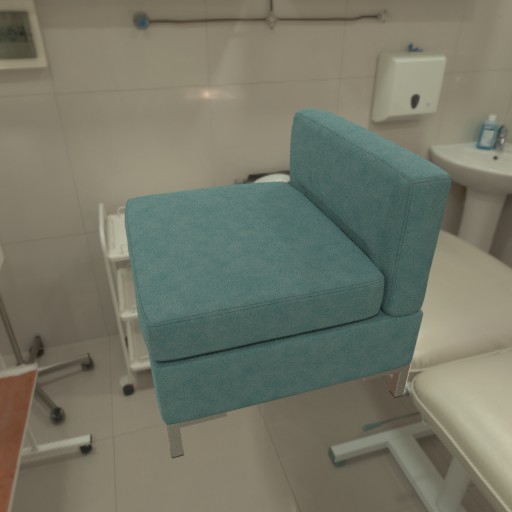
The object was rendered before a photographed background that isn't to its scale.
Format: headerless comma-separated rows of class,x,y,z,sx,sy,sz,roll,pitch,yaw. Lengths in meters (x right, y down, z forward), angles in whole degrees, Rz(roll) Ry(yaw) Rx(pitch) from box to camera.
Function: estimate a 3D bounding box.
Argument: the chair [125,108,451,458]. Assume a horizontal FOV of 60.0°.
chair,0.000,0.000,1.256,0.685,0.660,0.684,-9,32,-15
